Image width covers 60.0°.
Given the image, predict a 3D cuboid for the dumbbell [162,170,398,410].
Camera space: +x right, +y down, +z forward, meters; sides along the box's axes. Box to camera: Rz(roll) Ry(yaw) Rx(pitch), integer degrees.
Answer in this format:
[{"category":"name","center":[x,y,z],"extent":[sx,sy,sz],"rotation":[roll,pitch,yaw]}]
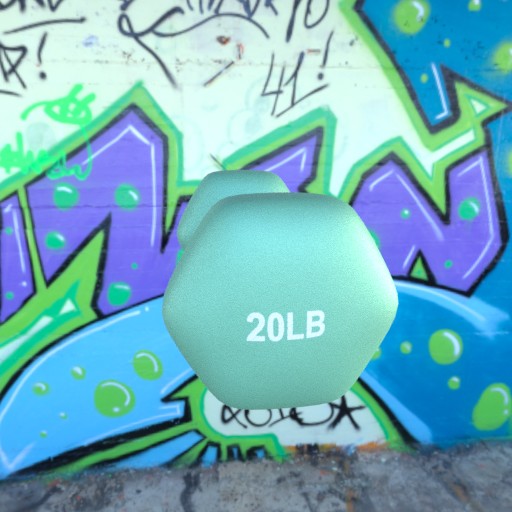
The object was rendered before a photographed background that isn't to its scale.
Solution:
[{"category":"dumbbell","center":[0.000,0.000,0.339],"extent":[0.129,0.117,0.260],"rotation":[-2,15,-7]}]
